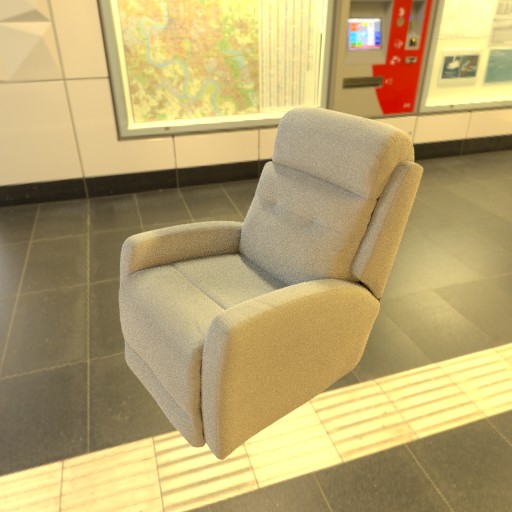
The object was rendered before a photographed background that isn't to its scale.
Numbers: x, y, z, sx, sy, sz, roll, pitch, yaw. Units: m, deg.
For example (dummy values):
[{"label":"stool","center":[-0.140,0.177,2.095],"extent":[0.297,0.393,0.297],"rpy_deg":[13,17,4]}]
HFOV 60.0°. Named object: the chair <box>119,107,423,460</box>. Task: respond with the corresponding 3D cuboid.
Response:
[{"label":"chair","center":[0.000,0.000,1.765],"extent":[1.043,1.013,0.798],"rpy_deg":[-21,36,-32]}]
